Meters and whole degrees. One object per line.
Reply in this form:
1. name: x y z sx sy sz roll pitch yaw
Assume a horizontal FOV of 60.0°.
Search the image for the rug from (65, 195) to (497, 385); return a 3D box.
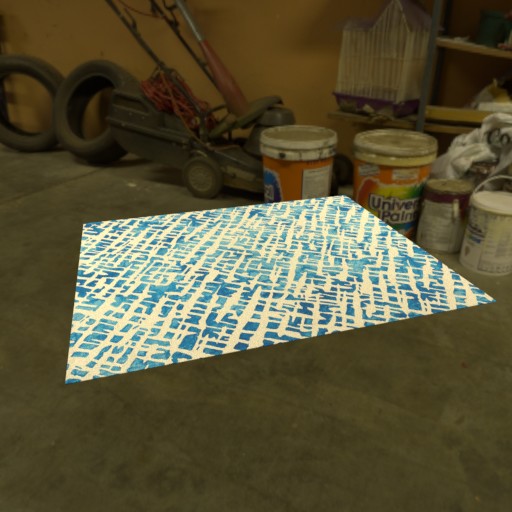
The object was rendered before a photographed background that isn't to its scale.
1. rug: 0.000 0.000 3.947 3.007 0.007 2.435 -8 28 -15
